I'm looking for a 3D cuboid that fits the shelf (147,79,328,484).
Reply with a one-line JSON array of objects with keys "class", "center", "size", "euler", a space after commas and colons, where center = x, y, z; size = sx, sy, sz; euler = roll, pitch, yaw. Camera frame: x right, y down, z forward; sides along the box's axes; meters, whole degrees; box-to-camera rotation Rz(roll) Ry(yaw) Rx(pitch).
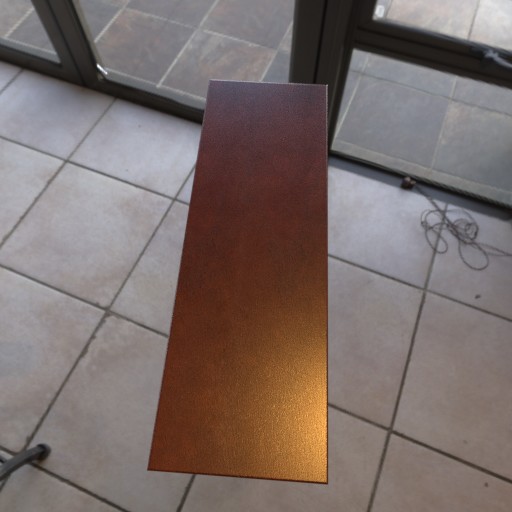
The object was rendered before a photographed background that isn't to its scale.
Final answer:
[{"class": "shelf", "center": [0.000, 0.000, 0.511], "size": [0.152, 0.088, 0.457], "euler": [4, 64, 2]}]
